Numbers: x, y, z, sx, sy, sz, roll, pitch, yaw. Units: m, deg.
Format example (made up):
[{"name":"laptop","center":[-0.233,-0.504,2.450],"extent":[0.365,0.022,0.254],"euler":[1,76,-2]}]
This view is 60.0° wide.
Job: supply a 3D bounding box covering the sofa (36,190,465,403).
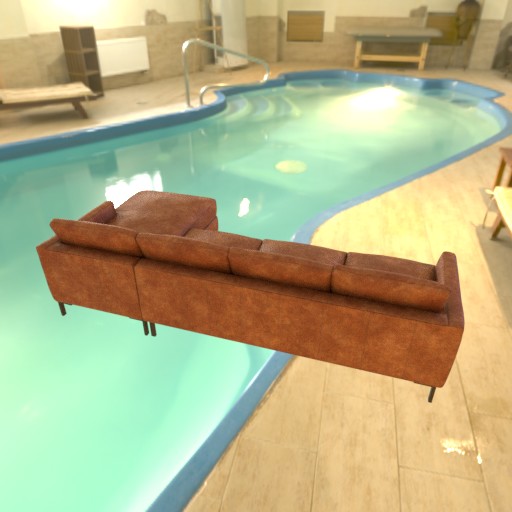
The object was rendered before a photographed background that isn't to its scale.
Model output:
[{"name":"sofa","center":[0.000,0.000,3.602],"extent":[2.993,0.859,1.471],"euler":[10,33,15]}]
